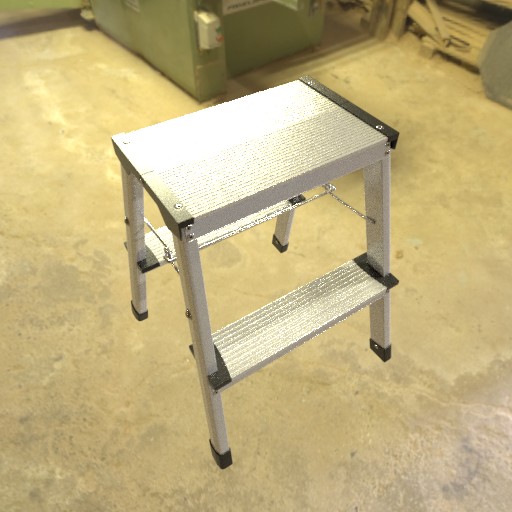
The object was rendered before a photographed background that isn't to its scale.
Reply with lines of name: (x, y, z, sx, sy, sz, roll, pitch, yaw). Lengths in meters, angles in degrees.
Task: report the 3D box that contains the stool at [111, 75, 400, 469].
stool: (0.000, 0.000, 0.770, 0.404, 0.480, 0.405, -25, 52, -22)
